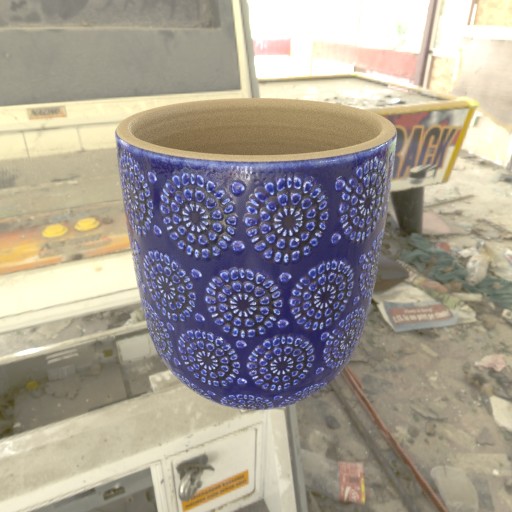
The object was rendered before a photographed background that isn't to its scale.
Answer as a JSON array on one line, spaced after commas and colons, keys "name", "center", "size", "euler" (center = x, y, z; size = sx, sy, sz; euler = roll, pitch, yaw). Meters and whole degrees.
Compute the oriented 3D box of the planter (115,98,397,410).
[{"name": "planter", "center": [0.000, 0.000, 0.344], "size": [0.184, 0.206, 0.184], "euler": [0, 29, 0]}]
